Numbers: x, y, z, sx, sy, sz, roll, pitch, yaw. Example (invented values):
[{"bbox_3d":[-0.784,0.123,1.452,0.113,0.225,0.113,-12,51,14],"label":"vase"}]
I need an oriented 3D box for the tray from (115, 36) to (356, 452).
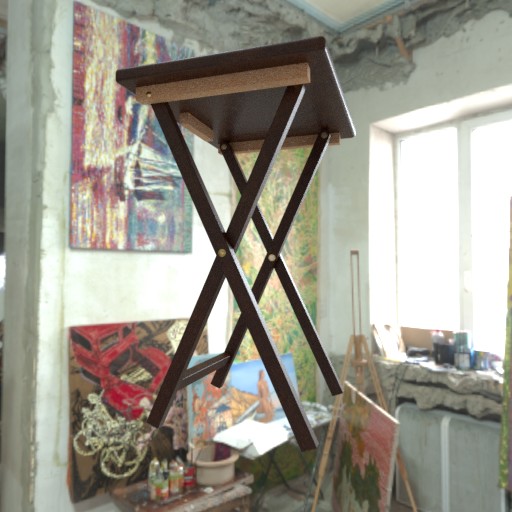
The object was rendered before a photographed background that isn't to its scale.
[{"bbox_3d":[0.000,0.000,0.955,0.381,0.660,0.483,-1,-2,18],"label":"tray"}]
